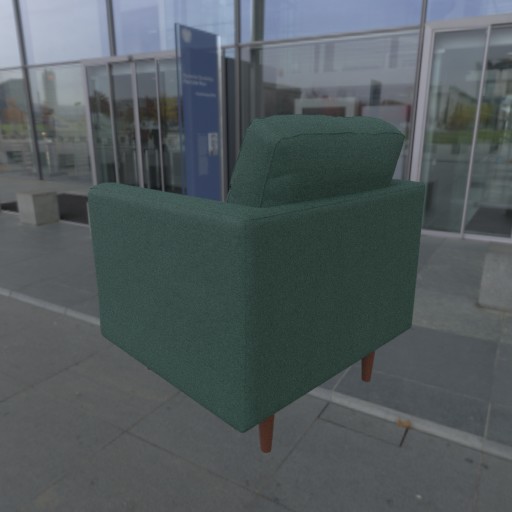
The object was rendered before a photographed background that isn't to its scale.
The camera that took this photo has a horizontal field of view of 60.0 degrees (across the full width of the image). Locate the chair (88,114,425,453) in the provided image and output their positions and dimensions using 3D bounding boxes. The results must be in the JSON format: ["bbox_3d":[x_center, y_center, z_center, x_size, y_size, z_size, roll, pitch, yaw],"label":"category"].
[{"bbox_3d":[0.000,0.000,1.539,0.855,0.927,0.800,-15,22,-42],"label":"chair"}]
